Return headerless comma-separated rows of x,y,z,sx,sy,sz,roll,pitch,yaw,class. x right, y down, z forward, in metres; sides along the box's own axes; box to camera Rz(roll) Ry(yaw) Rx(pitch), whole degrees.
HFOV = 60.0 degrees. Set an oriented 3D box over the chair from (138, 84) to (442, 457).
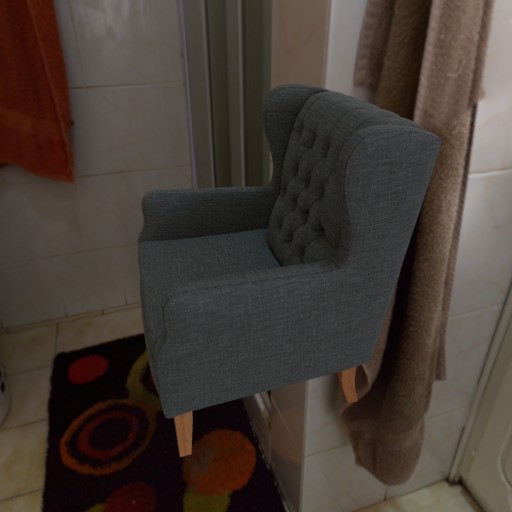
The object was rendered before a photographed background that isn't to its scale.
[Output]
0.000,0.000,1.453,0.775,0.953,0.711,-9,32,-14,chair
